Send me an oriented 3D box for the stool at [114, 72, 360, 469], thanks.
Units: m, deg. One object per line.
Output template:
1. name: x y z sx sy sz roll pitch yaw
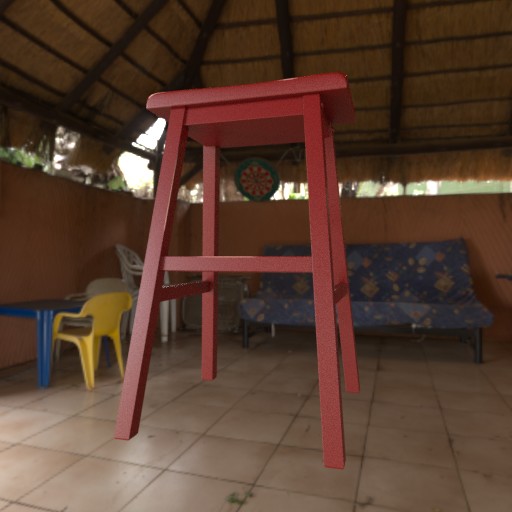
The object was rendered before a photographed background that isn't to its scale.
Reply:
1. stool: 0.000 0.000 1.057 0.457 0.737 0.476 0 0 16
